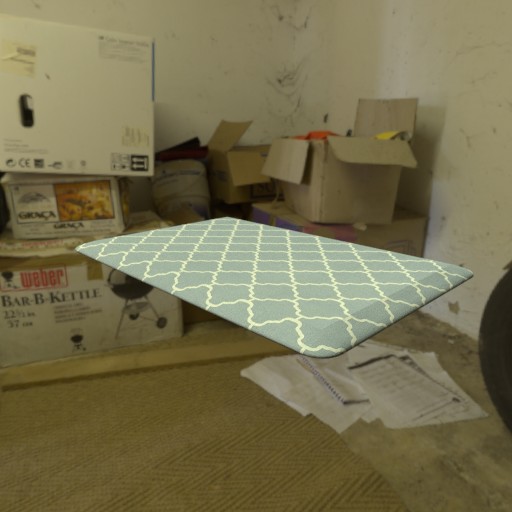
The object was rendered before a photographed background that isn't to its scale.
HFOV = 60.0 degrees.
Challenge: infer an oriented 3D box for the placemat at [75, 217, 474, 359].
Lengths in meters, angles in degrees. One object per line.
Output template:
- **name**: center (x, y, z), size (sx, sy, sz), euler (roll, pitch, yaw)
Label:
- **placemat**: center (0.000, 0.000, 0.974), size (0.508, 0.021, 0.762), euler (-15, 22, -42)
